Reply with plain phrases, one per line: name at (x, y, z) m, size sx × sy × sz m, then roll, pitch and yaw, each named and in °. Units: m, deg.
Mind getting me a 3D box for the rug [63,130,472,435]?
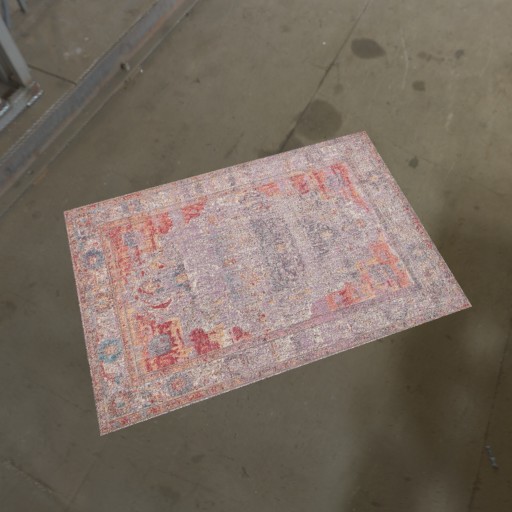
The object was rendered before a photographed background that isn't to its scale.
rug at (0.000, 0.000, 2.313) m, size 1.829 × 0.005 × 1.219 m, roll -17°, pitch 63°, yaw -9°
